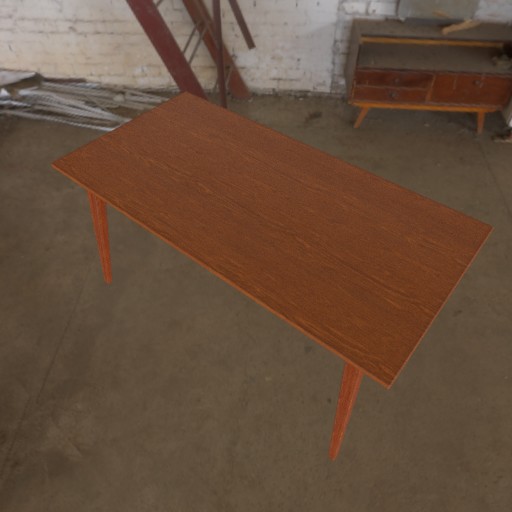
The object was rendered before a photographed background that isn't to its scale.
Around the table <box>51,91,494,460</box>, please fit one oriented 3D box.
[{"bbox_3d":[0.000,0.000,2.046,1.609,0.755,0.811,31,55,25],"label":"table"}]
